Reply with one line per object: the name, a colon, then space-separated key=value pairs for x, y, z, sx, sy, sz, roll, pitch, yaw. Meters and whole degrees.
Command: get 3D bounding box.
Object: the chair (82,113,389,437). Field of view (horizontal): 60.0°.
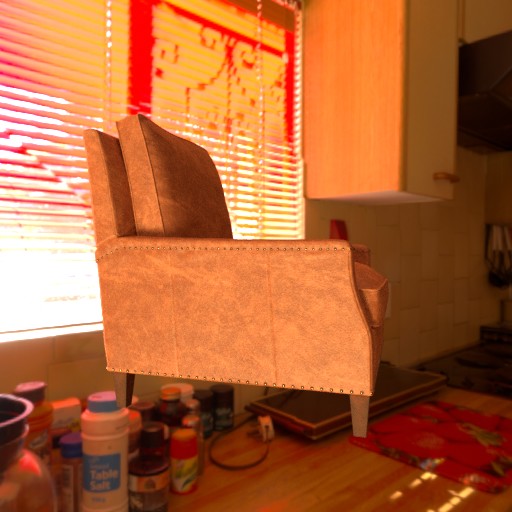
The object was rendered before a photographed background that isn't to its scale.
chair: x=0.000 y=0.000 z=1.812 sx=1.035 sy=1.054 sz=0.854 roll=0 pitch=0 yaw=18
